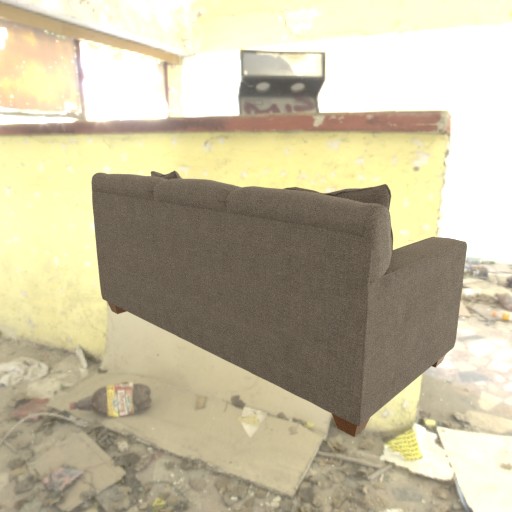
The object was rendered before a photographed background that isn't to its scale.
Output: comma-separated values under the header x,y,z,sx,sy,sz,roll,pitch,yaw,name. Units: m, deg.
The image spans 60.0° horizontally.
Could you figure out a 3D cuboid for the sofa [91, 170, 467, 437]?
x,y,z,sx,sy,sz,roll,pitch,yaw,name
0.000,0.000,2.565,2.024,0.958,0.997,14,20,42,sofa
